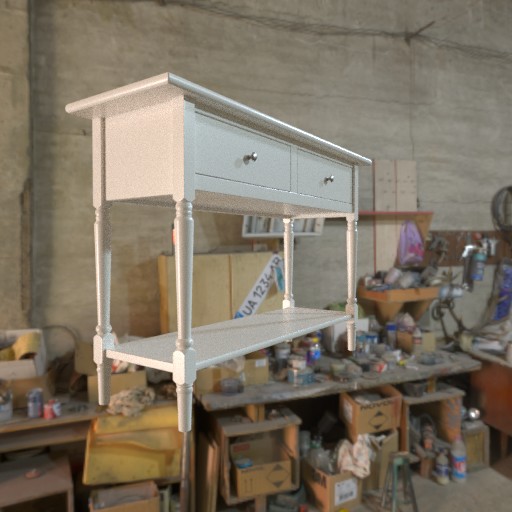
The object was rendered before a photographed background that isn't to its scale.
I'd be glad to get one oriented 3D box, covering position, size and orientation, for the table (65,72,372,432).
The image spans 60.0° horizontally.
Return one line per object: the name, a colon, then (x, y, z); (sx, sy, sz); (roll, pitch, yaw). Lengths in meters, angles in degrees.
table: (0.000, 0.000, 1.545); (0.386, 0.814, 1.191); (1, 2, 35)
